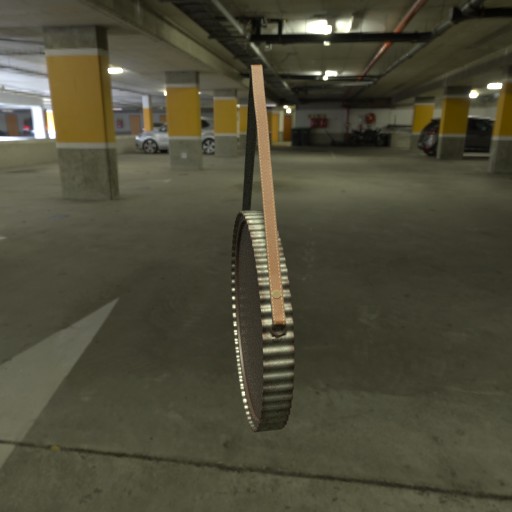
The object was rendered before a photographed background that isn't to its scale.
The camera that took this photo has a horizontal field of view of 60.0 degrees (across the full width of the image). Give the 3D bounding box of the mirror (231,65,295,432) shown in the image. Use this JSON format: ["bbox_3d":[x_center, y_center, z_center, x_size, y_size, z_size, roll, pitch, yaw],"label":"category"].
[{"bbox_3d":[0.000,0.000,0.711,0.042,0.568,0.355,-3,16,-10],"label":"mirror"}]
